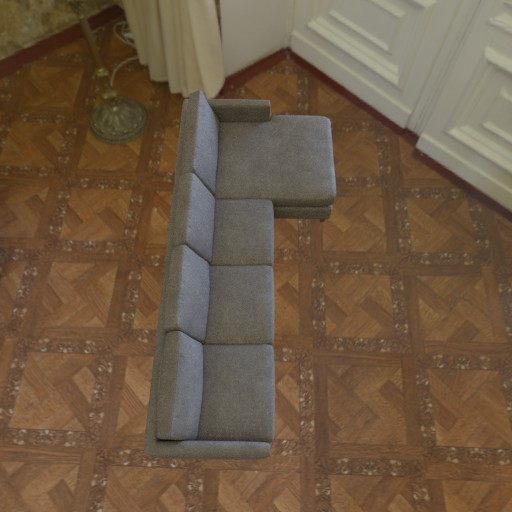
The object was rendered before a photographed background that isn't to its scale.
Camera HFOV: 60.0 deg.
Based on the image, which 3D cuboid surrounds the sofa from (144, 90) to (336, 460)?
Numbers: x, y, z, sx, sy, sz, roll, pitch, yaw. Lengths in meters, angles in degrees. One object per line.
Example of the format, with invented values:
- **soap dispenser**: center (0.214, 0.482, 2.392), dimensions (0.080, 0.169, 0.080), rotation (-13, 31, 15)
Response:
- **sofa**: center (0.000, 0.000, 4.157), dimensions (1.604, 0.950, 3.471), rotation (1, 64, 0)
